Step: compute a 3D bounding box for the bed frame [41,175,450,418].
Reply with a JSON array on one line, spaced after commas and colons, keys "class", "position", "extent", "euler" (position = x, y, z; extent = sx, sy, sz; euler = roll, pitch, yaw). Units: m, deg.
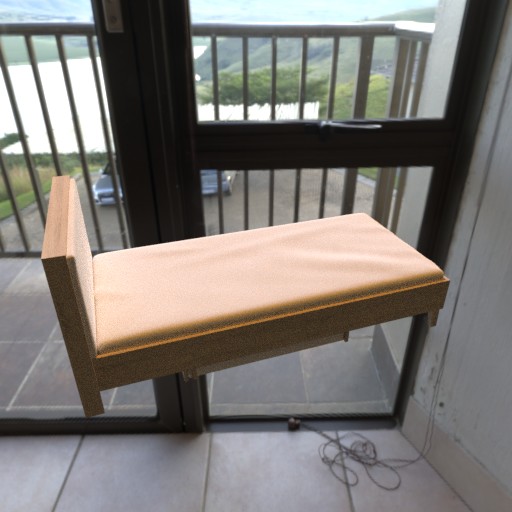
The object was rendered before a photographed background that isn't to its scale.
[{"class": "bed frame", "position": [0.000, 0.000, 2.688], "extent": [2.140, 0.920, 0.990], "euler": [-10, 31, -17]}]
